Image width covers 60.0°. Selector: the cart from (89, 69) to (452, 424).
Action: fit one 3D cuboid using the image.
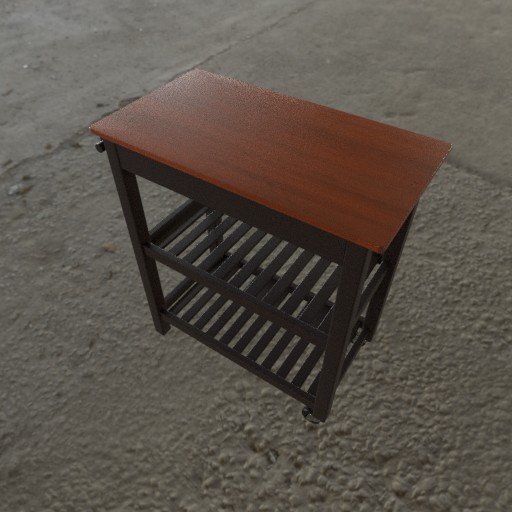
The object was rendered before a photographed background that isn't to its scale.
[{"bbox_3d":[0.000,0.000,1.493,0.899,0.927,0.457,25,51,23],"label":"cart"}]
